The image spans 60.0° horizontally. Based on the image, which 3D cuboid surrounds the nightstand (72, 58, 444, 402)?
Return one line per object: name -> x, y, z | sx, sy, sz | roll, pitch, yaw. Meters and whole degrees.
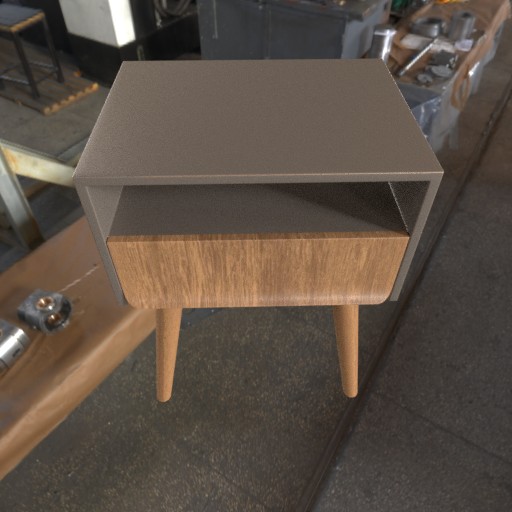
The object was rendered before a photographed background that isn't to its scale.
nightstand -> 0.000, 0.000, 0.714 | 0.370, 0.508, 0.288 | -1, 46, -1
